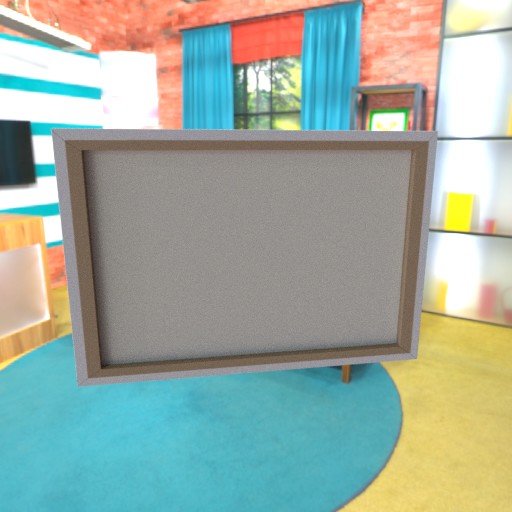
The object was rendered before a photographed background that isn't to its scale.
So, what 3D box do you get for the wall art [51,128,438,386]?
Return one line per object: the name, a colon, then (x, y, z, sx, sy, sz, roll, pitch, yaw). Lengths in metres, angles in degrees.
wall art: (0.000, 0.000, 0.757, 0.608, 0.414, 0.042, -2, 14, -9)
